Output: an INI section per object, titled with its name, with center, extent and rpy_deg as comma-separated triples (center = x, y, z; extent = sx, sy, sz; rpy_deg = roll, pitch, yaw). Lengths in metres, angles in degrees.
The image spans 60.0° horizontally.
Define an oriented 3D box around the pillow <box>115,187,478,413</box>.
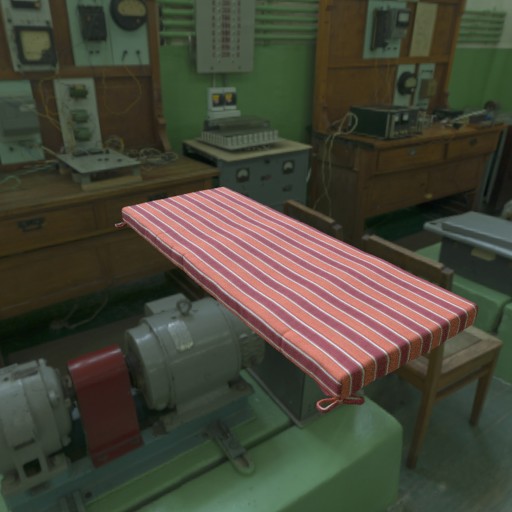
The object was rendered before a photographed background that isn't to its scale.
[pillow]
center = 0.000, 0.000, 1.344
extent = 0.492, 0.081, 1.187
rpy_deg = -17, 31, -31
